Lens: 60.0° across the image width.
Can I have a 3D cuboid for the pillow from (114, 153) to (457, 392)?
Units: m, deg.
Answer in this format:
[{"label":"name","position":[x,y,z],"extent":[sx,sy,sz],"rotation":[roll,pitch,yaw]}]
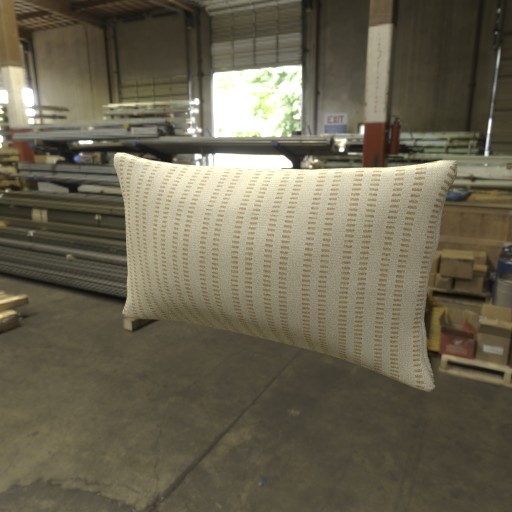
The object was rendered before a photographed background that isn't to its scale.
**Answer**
[{"label":"pillow","position":[0.000,0.000,0.798],"extent":[0.640,0.353,0.210],"rotation":[8,17,27]}]
